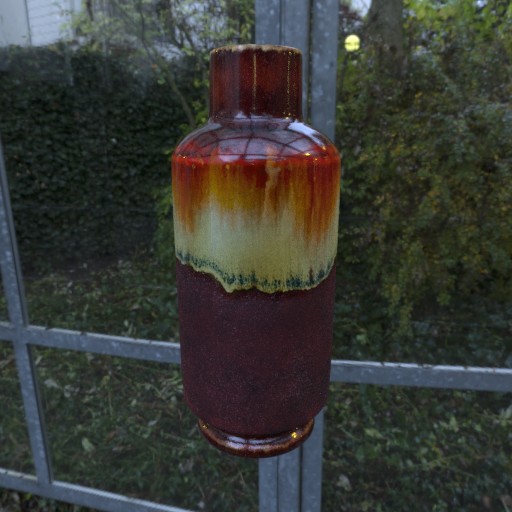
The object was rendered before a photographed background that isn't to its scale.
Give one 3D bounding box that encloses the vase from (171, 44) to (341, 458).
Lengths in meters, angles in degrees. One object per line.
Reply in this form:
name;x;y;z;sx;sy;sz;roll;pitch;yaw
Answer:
vase;0.000;0.000;0.309;0.111;0.261;0.111;0;15;0
